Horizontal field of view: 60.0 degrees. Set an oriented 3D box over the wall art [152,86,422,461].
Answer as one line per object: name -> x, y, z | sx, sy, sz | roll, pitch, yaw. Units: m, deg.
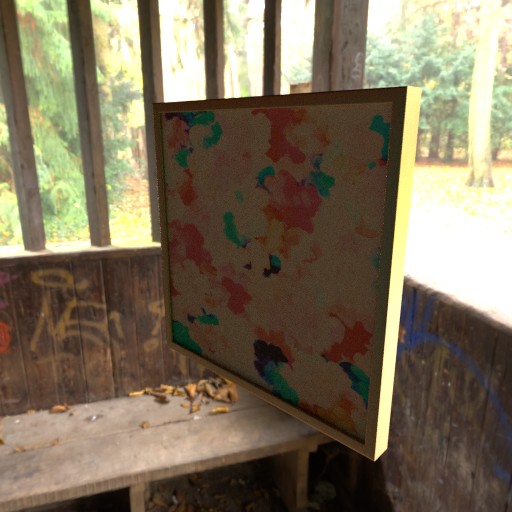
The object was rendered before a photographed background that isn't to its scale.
wall art -> 0.000, 0.000, 0.753 | 0.510, 0.509, 0.037 | 15, 22, 42
